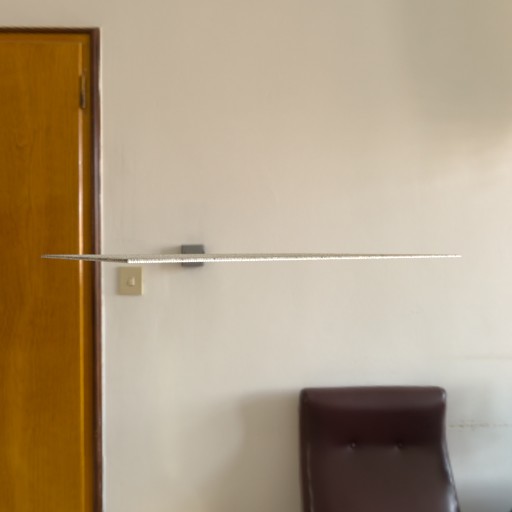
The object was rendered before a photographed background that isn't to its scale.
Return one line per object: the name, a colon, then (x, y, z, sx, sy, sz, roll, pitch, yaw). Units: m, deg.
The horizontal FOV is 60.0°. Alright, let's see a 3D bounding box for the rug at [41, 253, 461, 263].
rug: (0.000, 0.000, 2.889, 2.280, 0.015, 1.521, -1, 1, -36)
